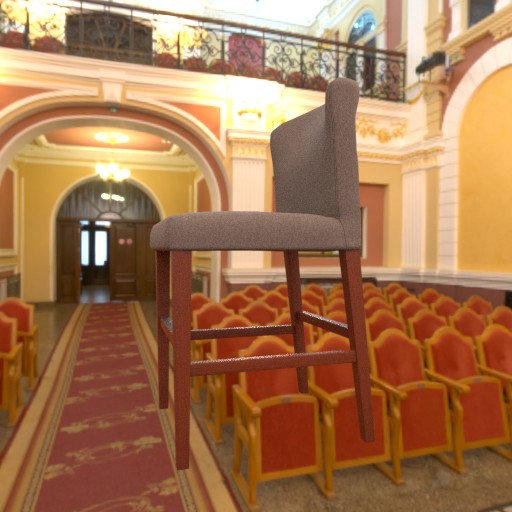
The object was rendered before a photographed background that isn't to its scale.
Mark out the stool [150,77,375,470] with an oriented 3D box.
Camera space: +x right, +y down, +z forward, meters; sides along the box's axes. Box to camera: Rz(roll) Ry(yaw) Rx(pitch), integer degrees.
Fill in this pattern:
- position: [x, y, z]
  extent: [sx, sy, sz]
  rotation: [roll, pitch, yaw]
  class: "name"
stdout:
- position: [0.000, 0.000, 1.284]
  extent: [0.568, 0.968, 0.481]
  rotation: [0, 1, -18]
  class: "stool"
